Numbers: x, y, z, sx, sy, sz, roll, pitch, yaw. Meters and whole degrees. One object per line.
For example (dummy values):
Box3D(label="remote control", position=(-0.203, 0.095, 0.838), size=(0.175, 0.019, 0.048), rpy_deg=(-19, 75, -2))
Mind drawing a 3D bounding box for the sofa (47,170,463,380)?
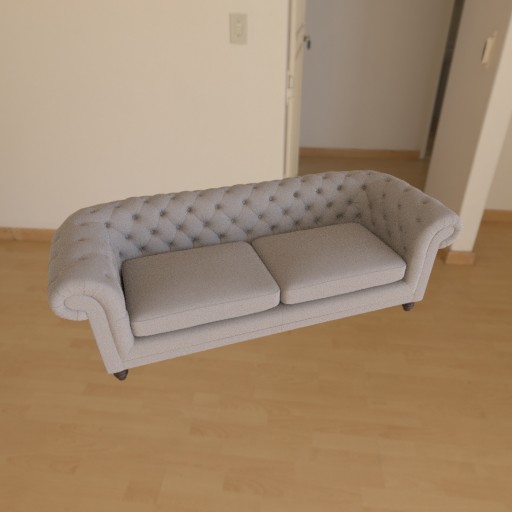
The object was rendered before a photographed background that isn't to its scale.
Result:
Box3D(label="sofa", position=(0.000, 0.000, 2.904), size=(2.411, 0.749, 0.991), rpy_deg=(-10, 33, -16))
